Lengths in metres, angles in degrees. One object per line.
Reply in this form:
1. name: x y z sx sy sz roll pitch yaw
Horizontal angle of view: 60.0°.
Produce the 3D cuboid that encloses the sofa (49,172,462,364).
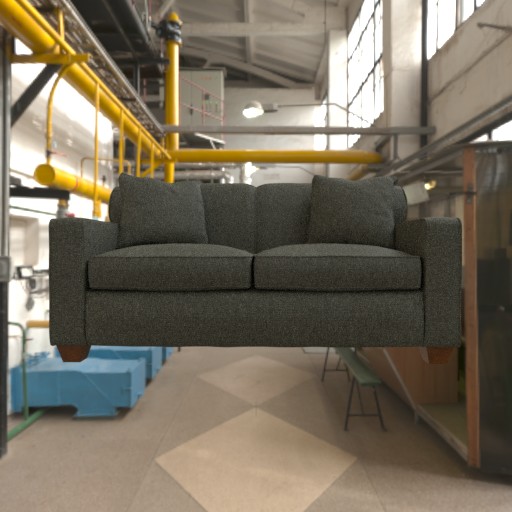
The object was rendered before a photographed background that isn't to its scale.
1. sofa: 0.000 0.000 2.410 1.846 0.958 0.998 0 1 1
